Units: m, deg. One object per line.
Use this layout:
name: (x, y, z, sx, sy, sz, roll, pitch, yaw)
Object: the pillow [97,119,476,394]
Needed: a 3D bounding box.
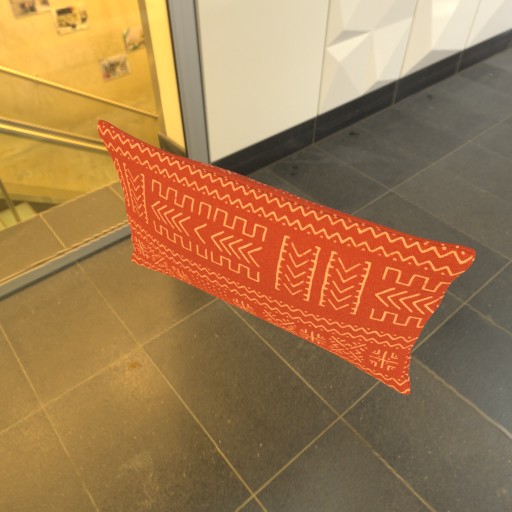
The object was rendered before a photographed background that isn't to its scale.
pillow: (0.000, 0.000, 0.777, 0.640, 0.352, 0.130, 23, 50, 21)
